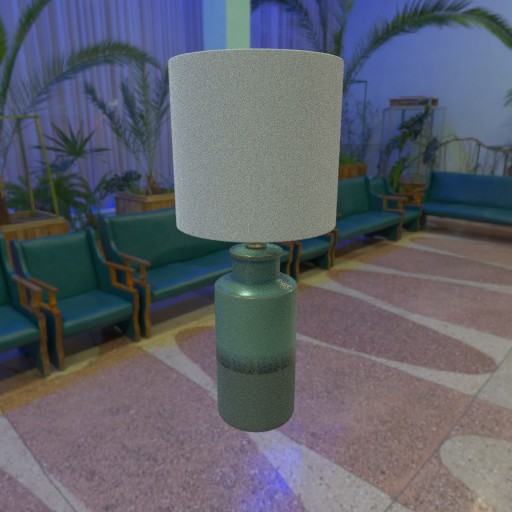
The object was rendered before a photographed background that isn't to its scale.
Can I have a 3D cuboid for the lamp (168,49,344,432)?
[{"bbox_3d":[0.000,0.000,0.613,0.212,0.493,0.212,-15,22,-42],"label":"lamp"}]
